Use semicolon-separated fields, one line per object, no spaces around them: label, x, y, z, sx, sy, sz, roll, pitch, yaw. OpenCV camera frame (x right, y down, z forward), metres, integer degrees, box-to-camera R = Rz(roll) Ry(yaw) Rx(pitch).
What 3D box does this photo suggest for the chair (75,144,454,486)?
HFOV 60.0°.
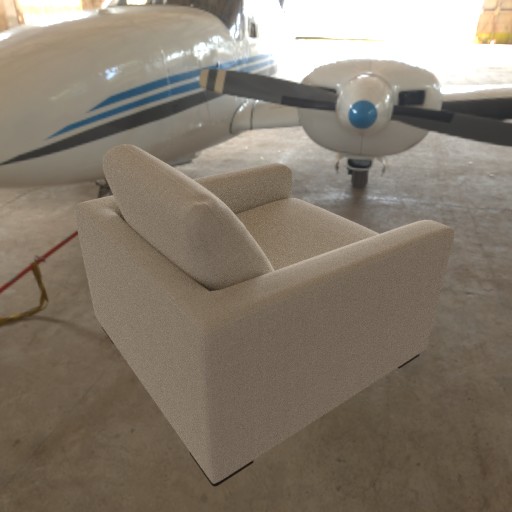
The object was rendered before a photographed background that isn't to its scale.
chair;0.000;0.000;1.814;1.100;0.876;1.070;-19;33;-32
